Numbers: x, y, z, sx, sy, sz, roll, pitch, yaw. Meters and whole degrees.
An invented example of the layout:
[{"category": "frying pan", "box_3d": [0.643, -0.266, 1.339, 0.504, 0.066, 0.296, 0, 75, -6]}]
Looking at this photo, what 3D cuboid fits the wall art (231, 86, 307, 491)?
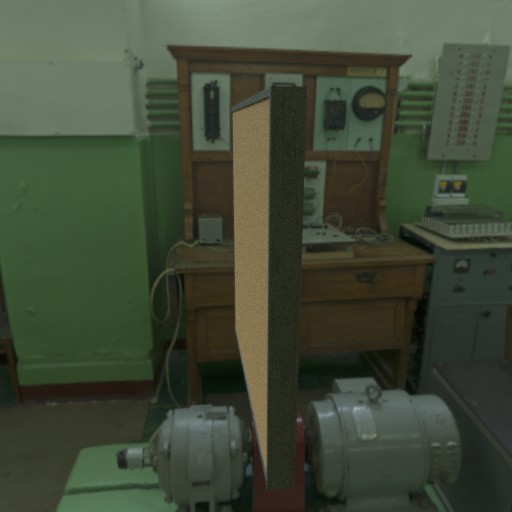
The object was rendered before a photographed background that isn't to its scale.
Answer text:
[{"category": "wall art", "box_3d": [0.000, 0.000, 0.765, 0.037, 0.507, 0.507, -2, 16, -7]}]
